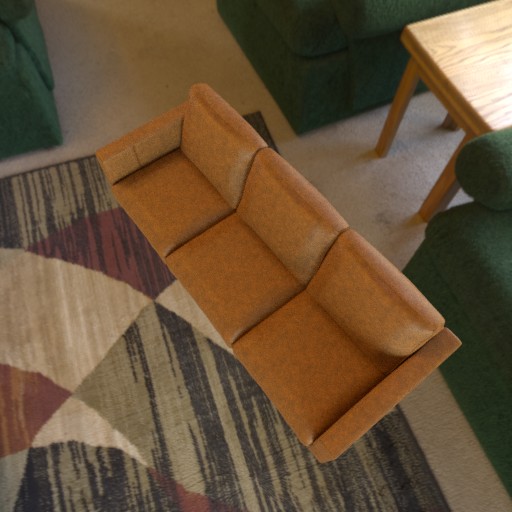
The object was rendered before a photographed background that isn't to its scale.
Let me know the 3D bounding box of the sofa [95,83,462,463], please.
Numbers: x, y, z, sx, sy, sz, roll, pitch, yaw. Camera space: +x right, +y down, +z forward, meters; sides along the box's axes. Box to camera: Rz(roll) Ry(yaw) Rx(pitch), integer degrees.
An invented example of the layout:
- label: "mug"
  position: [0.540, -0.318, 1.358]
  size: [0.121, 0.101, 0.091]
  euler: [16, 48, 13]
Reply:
- label: "sofa"
  position: [0.000, 0.000, 2.693]
  size: [0.903, 0.930, 2.231]
  euler: [-35, 68, -16]
